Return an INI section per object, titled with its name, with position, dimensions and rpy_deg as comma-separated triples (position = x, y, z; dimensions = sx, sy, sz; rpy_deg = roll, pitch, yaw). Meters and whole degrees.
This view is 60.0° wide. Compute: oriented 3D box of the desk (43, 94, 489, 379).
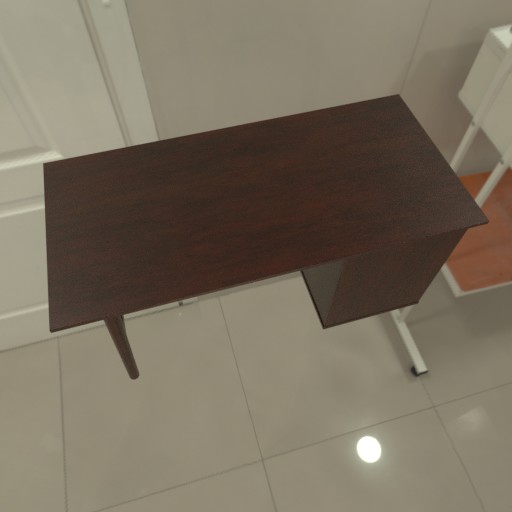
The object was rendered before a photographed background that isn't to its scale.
[desk]
position = 0.000, 0.000, 1.707
dimensions = 1.277, 0.758, 0.612
rpy_deg = -14, 58, -9
